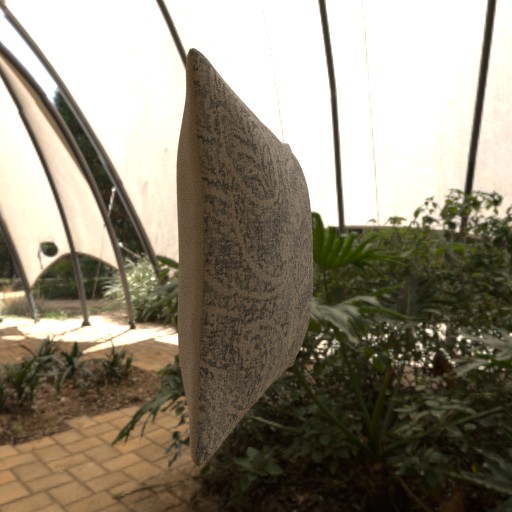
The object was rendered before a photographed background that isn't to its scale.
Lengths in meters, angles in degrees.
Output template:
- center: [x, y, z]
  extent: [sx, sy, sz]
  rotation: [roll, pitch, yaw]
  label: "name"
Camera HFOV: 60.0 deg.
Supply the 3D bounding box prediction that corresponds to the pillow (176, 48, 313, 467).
- center: [0.000, 0.000, 0.776]
  extent: [0.166, 0.510, 0.523]
  rotation: [0, 1, 17]
  label: "pillow"
